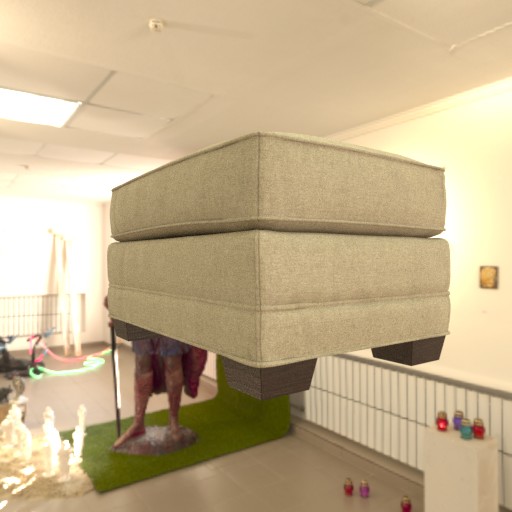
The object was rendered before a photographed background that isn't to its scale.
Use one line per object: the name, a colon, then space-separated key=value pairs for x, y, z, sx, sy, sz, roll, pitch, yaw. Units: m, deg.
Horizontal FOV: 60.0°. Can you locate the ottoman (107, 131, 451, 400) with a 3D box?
ottoman: x=0.000 y=0.000 z=1.243 sx=0.611 sy=0.508 sz=0.848 roll=0 pitch=0 yaw=-35
